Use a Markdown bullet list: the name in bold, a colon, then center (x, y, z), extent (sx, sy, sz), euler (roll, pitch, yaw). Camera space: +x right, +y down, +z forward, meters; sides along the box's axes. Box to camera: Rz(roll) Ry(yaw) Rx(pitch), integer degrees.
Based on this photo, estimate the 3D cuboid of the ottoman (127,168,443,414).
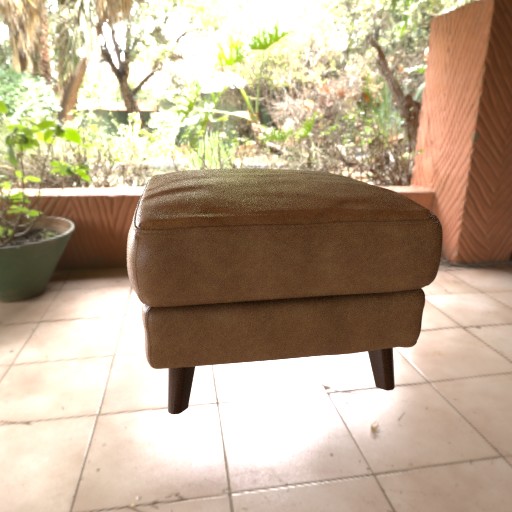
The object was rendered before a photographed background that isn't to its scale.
- **ottoman**: center (0.000, 0.000, 1.236), extent (0.630, 0.461, 0.869), euler (-3, 16, -10)
